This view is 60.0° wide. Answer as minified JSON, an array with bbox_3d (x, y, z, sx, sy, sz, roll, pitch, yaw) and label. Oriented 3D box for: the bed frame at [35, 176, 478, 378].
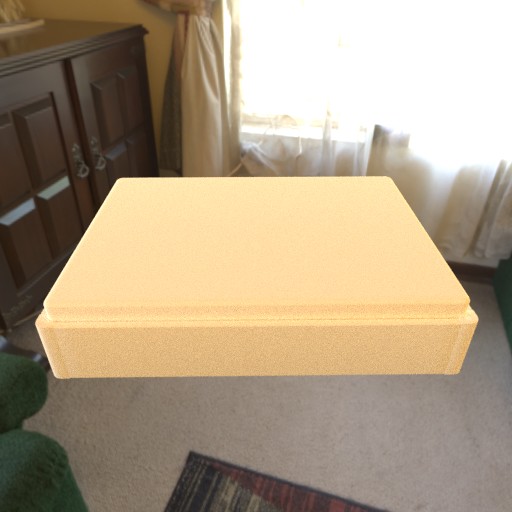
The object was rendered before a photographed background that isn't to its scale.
[{"bbox_3d":[0.000,0.000,2.515,1.900,0.406,1.400,0,34,-1],"label":"bed frame"}]
